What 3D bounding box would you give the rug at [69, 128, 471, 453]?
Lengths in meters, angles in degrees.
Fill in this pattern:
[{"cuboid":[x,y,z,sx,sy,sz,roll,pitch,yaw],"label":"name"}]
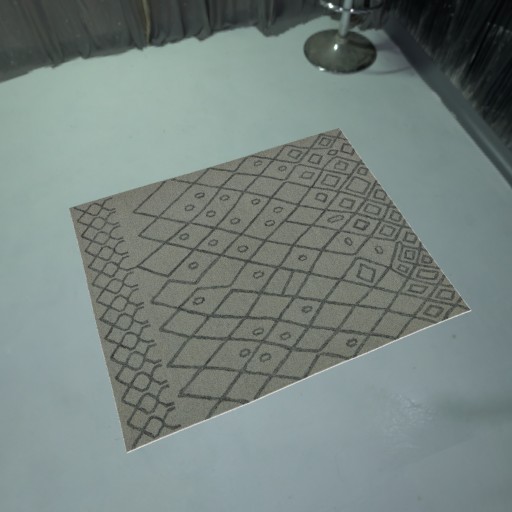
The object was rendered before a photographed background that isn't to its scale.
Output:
[{"cuboid":[0.000,0.000,4.138,3.046,0.015,2.446,-19,60,-11],"label":"rug"}]
